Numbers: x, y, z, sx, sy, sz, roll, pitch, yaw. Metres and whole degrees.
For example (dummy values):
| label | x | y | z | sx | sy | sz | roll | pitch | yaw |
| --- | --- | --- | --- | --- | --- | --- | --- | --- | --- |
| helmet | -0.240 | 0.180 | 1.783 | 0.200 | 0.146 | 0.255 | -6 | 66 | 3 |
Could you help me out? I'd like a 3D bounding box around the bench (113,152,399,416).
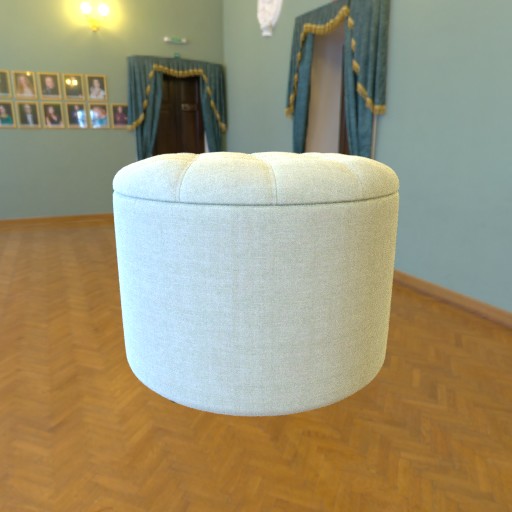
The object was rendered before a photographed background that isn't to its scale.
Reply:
| label | x | y | z | sx | sy | sz | roll | pitch | yaw |
| --- | --- | --- | --- | --- | --- | --- | --- | --- | --- |
| bench | 0.000 | 0.000 | 1.008 | 0.600 | 0.453 | 0.600 | 0 | 15 | 0 |
